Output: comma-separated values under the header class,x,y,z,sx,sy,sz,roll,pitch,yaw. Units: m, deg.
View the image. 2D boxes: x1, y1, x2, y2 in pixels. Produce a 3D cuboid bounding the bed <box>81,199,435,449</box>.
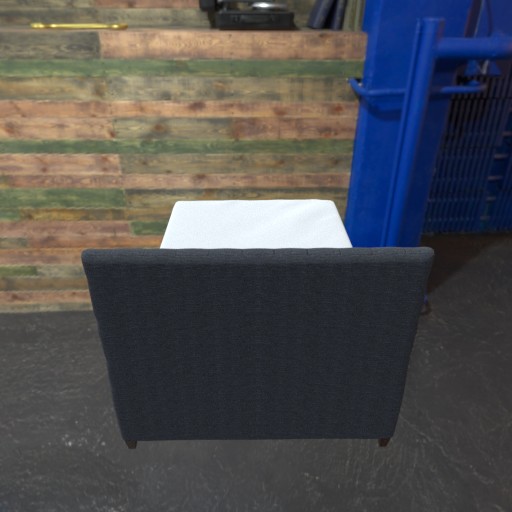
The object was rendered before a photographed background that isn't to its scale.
class,x,y,z,sx,sy,sz,roll,pitch,yaw
bed,0.000,0.000,3.434,1.698,1.427,2.387,0,31,0
